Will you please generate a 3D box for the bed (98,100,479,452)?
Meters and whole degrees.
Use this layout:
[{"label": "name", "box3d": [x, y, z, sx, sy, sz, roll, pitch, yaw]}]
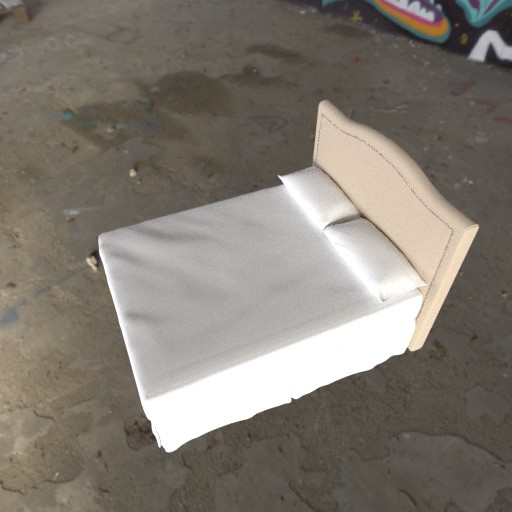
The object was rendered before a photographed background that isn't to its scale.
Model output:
[{"label": "bed", "box3d": [0.000, 0.000, 3.306, 2.143, 1.460, 1.753, -17, 48, -17]}]
